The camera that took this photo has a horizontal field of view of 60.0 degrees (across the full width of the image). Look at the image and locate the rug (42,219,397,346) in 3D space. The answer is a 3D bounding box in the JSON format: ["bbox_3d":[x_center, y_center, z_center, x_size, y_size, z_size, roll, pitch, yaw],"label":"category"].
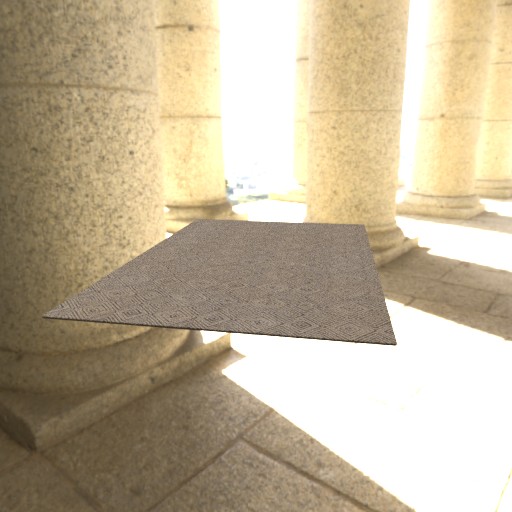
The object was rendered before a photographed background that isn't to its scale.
[{"bbox_3d":[0.000,0.000,2.264,1.175,0.008,1.783,3,16,10],"label":"rug"}]
